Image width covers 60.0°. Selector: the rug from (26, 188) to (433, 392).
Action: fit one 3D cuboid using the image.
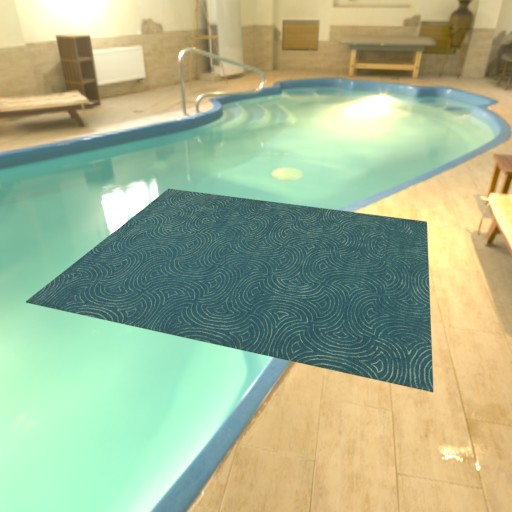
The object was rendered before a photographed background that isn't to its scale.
[{"bbox_3d":[0.000,0.000,4.086,3.033,0.012,2.432,9,32,15],"label":"rug"}]
